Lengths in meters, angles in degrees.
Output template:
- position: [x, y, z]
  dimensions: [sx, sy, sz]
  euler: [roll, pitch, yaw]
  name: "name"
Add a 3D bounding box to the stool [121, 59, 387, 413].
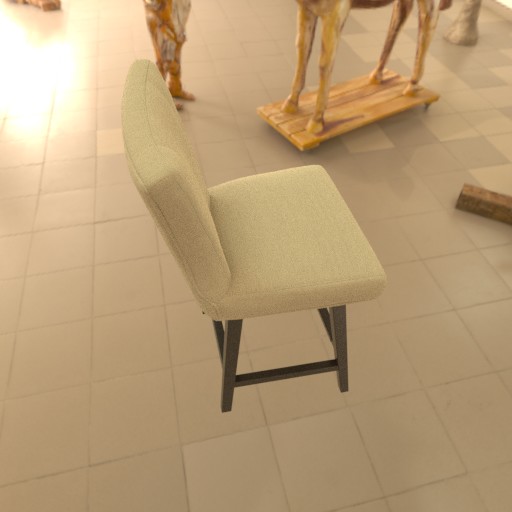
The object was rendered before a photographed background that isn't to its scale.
- position: [0.000, 0.000, 1.299]
  dimensions: [0.574, 1.000, 0.514]
  euler: [-10, 47, -9]
  name: "stool"
